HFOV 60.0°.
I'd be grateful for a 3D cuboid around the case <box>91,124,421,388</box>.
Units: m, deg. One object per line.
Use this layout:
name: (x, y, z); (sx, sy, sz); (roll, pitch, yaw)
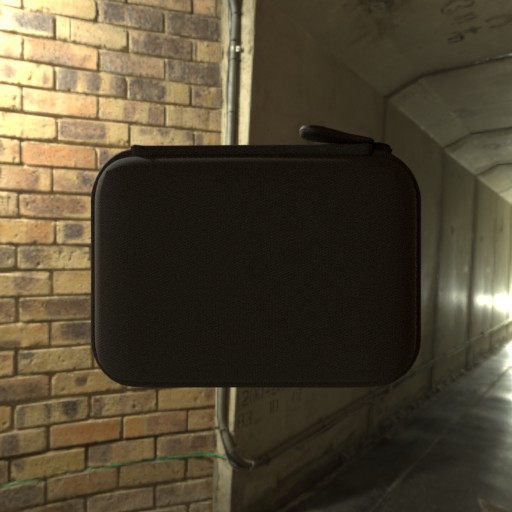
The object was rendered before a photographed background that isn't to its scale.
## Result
case: (0.000, 0.000, 0.179); (0.132, 0.105, 0.038); (0, 0, 0)
